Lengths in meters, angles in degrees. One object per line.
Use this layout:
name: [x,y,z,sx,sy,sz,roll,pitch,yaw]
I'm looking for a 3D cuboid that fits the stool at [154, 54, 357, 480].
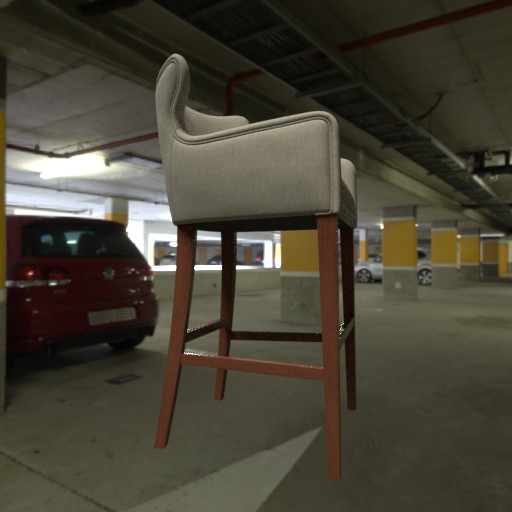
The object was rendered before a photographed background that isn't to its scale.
stool: [0.000,0.000,1.365,0.575,1.047,0.575,0,0,17]
